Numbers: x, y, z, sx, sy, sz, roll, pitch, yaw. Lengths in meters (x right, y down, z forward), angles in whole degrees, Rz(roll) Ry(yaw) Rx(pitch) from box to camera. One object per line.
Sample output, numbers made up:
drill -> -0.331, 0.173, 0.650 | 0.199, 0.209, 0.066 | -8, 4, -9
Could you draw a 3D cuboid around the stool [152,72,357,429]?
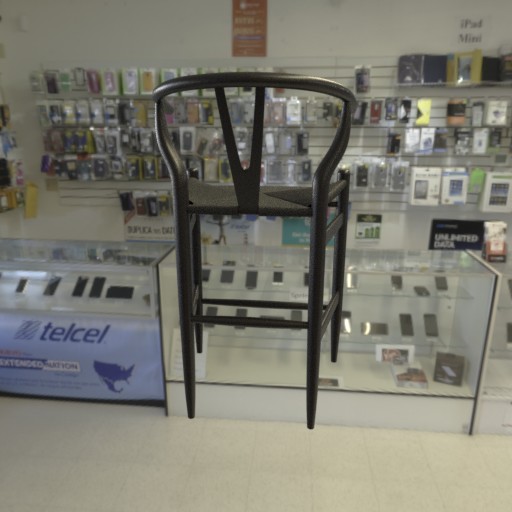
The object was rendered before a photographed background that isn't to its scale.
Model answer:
stool -> 0.000, 0.000, 1.337 | 0.569, 0.970, 0.579 | 2, 16, 8
